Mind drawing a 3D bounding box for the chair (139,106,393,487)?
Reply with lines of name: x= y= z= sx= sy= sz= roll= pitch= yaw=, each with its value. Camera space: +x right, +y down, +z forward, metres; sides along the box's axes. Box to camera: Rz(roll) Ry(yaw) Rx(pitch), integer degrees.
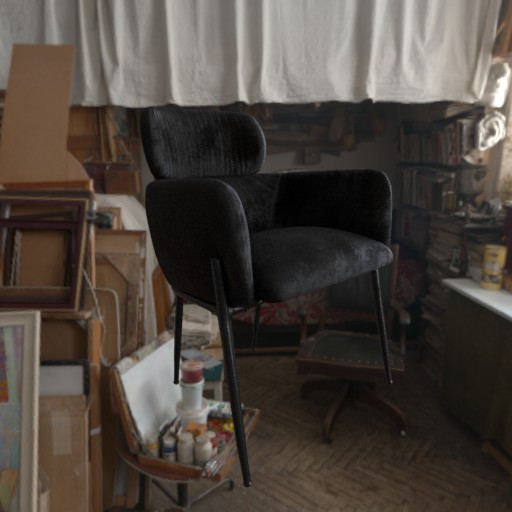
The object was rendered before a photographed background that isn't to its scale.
chair: x=0.000 y=0.000 z=1.251 sx=0.640 sy=0.818 sz=0.604 roll=-13 pitch=19 yaw=-43
